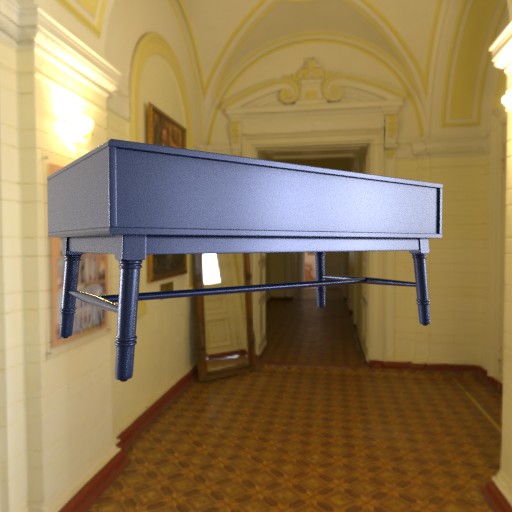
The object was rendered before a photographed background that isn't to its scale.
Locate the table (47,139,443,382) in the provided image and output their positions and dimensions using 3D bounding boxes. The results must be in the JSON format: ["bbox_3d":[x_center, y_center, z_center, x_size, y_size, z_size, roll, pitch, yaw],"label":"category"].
[{"bbox_3d":[0.000,0.000,1.348,1.067,0.457,0.572,-1,2,-36],"label":"table"}]
